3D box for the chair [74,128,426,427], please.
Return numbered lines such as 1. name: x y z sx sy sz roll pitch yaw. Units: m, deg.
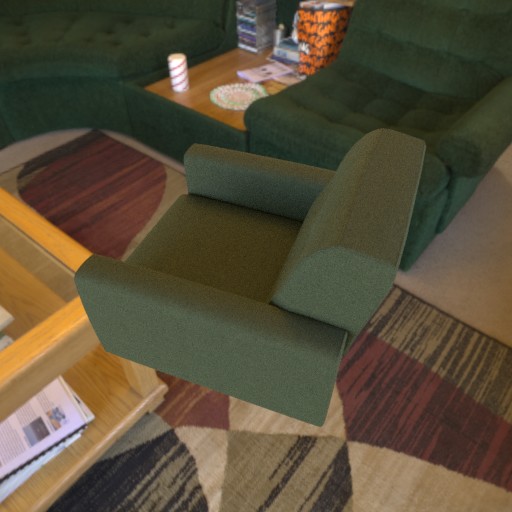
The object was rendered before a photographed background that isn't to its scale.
1. chair: 0.000 0.000 1.562 0.909 0.841 0.831 16 47 15
